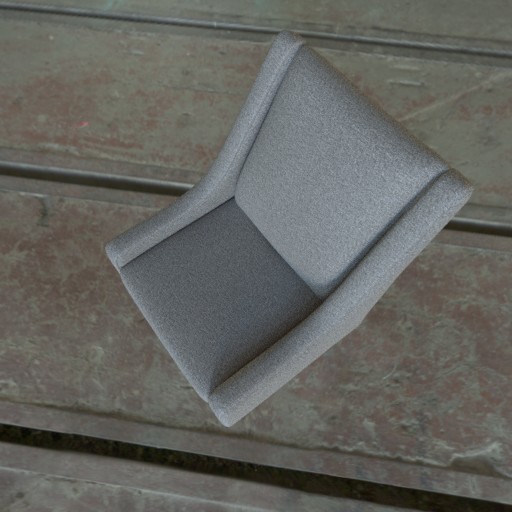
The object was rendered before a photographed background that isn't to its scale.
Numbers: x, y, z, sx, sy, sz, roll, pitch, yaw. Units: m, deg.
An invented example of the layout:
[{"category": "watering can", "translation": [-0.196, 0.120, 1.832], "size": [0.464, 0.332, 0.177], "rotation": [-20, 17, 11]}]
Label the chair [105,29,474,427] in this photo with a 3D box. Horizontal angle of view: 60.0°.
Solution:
[{"category": "chair", "translation": [0.000, 0.000, 1.579], "size": [0.870, 1.016, 0.774], "rotation": [-34, 69, -15]}]
